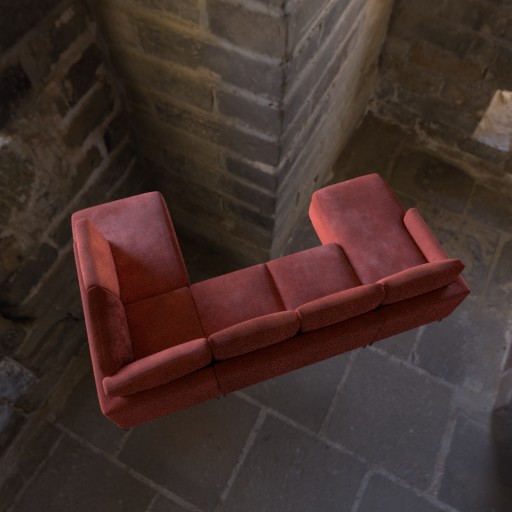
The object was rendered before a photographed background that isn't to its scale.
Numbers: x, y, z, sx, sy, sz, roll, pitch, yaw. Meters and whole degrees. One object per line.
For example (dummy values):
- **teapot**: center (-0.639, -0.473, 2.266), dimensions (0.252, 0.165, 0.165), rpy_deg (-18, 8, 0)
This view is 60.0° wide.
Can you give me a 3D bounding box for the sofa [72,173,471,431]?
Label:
- **sofa**: center (0.000, 0.000, 3.897), dimensions (2.971, 0.858, 1.981), rpy_deg (-17, 60, -10)
